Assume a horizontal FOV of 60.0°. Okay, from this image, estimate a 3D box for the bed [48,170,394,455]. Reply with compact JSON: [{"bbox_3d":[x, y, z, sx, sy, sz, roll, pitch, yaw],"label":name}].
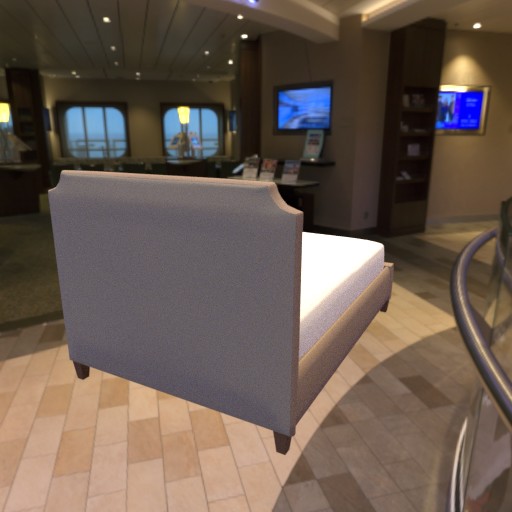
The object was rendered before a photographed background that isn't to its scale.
[{"bbox_3d":[0.000,0.000,3.497,1.713,1.443,2.372,8,18,28],"label":"bed"}]
